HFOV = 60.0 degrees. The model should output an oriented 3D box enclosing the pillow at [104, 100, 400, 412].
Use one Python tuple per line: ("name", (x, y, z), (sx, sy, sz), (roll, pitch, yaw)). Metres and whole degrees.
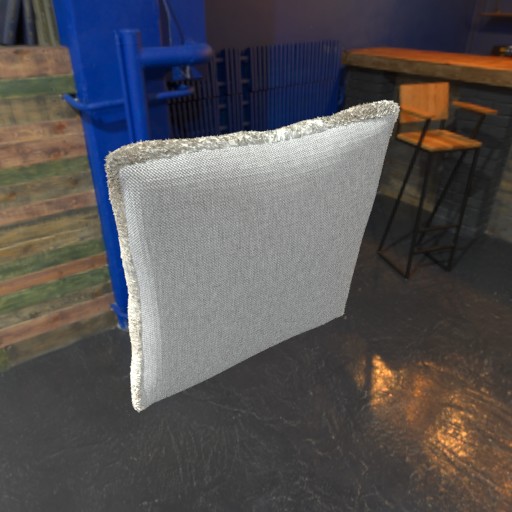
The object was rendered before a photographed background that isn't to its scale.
("pillow", (0.000, 0.000, 0.814), (0.529, 0.515, 0.218), (-19, 35, -29))
